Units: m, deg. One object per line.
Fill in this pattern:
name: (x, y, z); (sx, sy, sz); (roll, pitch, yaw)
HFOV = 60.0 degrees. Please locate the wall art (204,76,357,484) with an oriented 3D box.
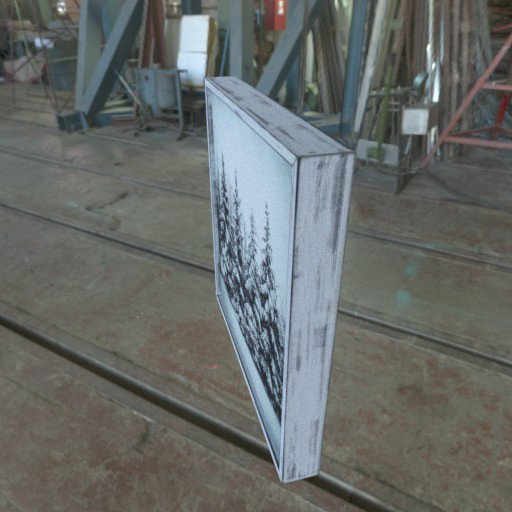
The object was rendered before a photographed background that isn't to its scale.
wall art: (0.000, 0.000, 0.455); (0.036, 0.303, 0.303); (-8, 31, -13)
